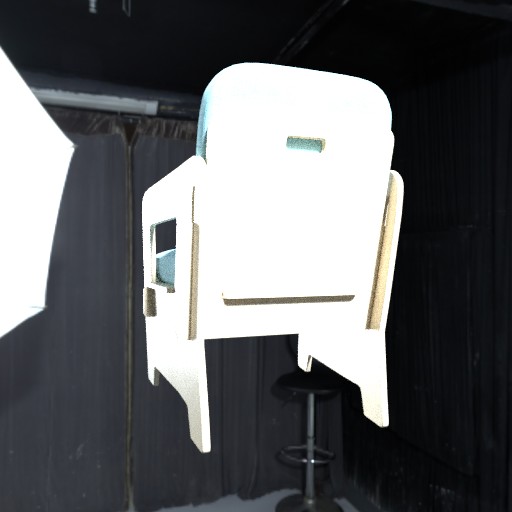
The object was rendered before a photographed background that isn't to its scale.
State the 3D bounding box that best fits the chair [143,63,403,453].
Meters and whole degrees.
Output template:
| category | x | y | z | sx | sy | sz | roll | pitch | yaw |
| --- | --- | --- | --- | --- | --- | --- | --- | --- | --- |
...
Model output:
| category | x | y | z | sx | sy | sz | roll | pitch | yaw |
| --- | --- | --- | --- | --- | --- | --- | --- | --- | --- |
| chair | 0.000 | 0.000 | 1.252 | 0.590 | 0.800 | 0.710 | 0 | 0 | -19 |
